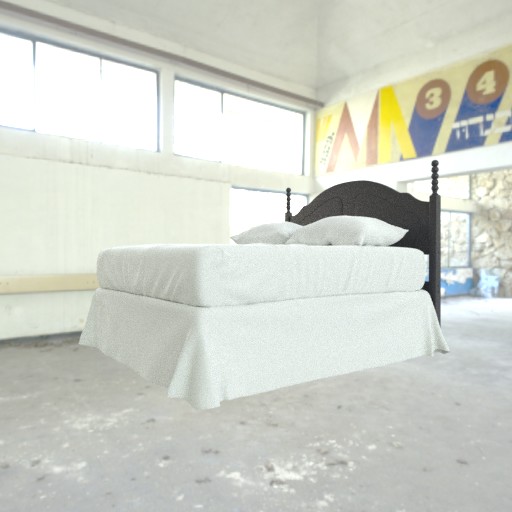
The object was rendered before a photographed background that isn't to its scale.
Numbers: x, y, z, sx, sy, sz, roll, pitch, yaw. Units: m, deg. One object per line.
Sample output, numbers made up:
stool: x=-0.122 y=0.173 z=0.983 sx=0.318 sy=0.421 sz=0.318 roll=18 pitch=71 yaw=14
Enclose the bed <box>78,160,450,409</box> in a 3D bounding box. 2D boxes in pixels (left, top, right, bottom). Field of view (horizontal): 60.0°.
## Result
bed: x=0.000 y=0.000 z=3.190 sx=2.040 sy=1.356 sz=1.873 roll=0 pitch=0 yaw=-36
